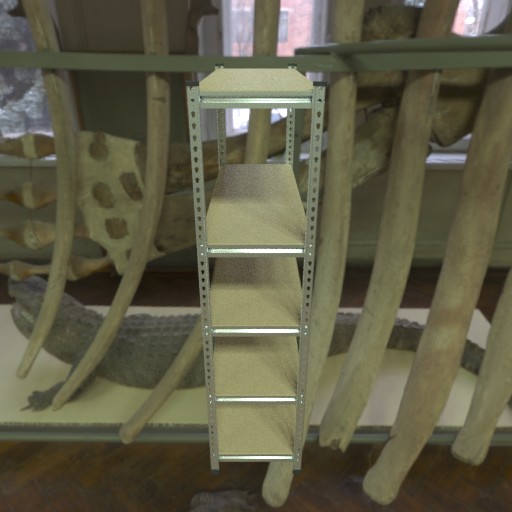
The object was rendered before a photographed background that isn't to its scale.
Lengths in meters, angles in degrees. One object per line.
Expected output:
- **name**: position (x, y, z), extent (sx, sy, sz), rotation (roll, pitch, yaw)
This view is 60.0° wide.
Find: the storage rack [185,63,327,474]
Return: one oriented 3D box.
- **storage rack**: position (0.000, 0.000, 2.359), extent (0.457, 1.829, 1.219), rotation (0, 26, 0)
